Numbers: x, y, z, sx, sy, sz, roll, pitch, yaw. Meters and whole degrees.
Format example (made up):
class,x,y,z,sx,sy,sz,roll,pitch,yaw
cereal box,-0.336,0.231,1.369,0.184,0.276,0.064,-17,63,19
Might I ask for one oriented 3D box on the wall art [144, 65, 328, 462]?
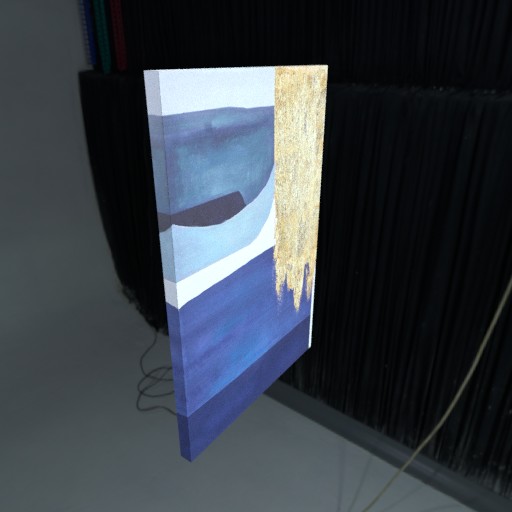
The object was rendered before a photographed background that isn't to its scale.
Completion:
class,x,y,z,sx,sy,sz,roll,pitch,yaw
wall art,0.000,0.000,1.163,0.039,0.911,0.607,16,29,32
